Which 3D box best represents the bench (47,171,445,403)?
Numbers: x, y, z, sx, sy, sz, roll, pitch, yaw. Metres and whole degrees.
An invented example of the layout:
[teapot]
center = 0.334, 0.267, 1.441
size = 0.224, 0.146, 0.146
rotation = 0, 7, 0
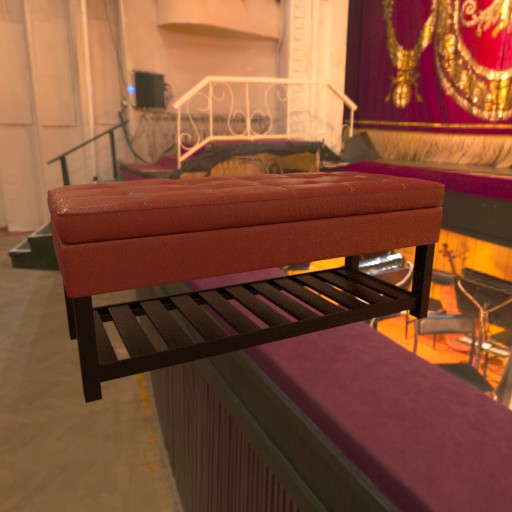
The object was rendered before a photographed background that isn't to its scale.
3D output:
[bench]
center = 0.000, 0.000, 1.353
size = 1.105, 0.460, 0.432
rotation = -8, 17, -26
